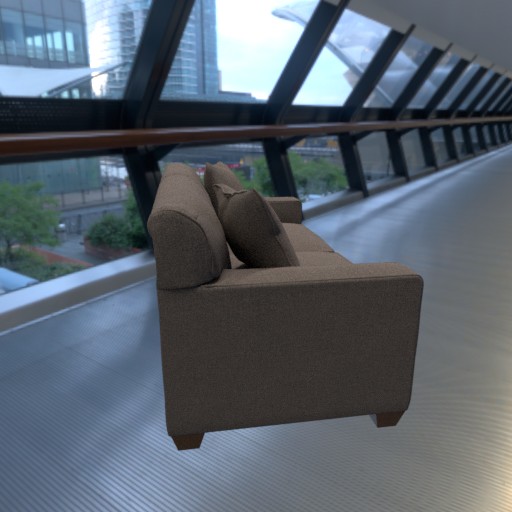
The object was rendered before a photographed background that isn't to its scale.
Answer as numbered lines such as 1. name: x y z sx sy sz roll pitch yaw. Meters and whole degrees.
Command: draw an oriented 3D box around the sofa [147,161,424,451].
1. sofa: 0.000 0.000 2.427 1.000 0.958 1.846 -3 17 -9
